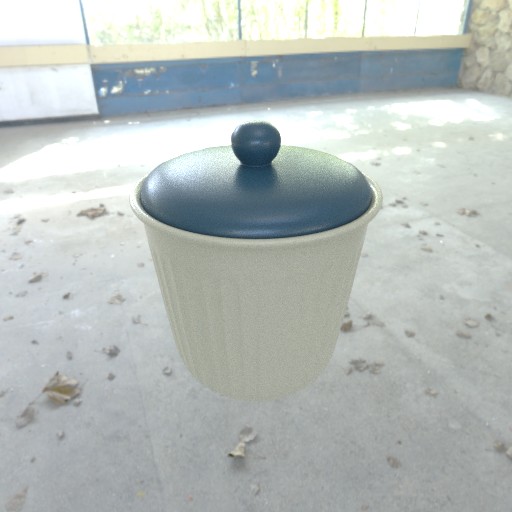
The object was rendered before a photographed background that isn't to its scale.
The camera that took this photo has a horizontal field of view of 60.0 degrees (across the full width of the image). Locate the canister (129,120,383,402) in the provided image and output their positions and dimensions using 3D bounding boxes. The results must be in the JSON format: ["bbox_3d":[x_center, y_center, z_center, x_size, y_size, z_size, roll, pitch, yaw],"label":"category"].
[{"bbox_3d":[0.000,0.000,0.354,0.181,0.211,0.181,0,29,0],"label":"canister"}]
